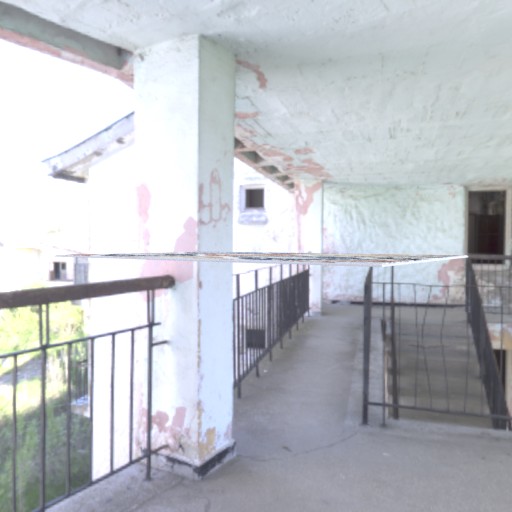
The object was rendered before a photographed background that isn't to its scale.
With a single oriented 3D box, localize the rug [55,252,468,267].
[{"bbox_3d":[0.000,0.000,2.919,2.275,0.014,1.514,1,2,37],"label":"rug"}]
